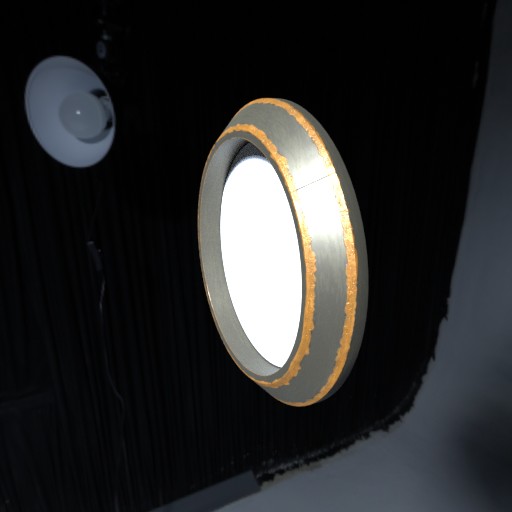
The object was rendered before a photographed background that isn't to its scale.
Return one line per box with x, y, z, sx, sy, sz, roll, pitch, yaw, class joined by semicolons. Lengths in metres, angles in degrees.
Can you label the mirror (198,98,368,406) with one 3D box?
0.000;0.000;1.350;0.111;0.907;0.907;-8;18;-25;mirror
